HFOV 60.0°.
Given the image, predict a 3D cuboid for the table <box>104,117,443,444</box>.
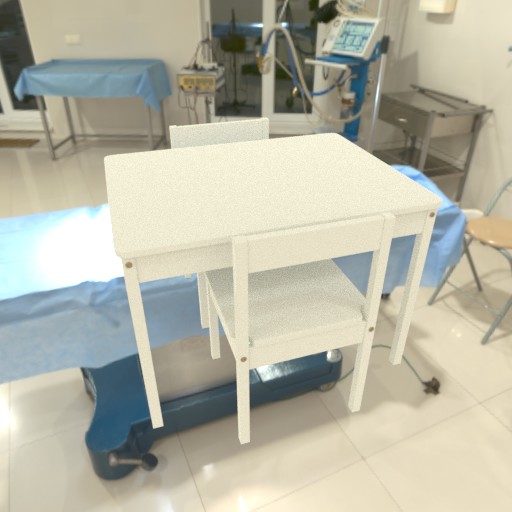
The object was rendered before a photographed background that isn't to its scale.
[{"bbox_3d":[0.000,0.000,1.122,0.650,0.503,0.672,-10,33,-15],"label":"table"}]
